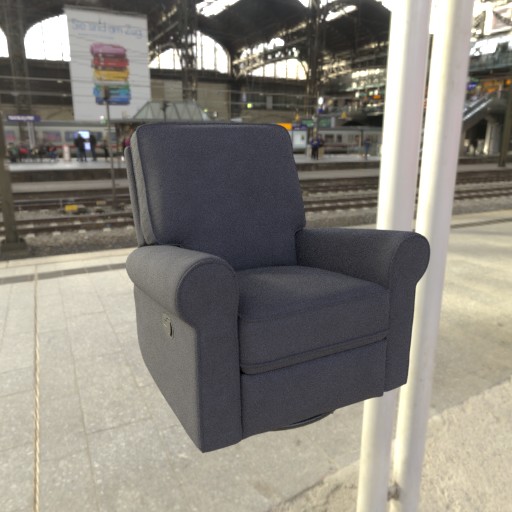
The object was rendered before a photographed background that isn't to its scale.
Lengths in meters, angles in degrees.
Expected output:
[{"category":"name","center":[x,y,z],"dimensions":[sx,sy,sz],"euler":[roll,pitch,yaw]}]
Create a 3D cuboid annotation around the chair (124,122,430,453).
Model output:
[{"category":"chair","center":[0.000,0.000,1.627],"dimensions":[0.890,0.961,0.878],"euler":[-8,16,-27]}]
